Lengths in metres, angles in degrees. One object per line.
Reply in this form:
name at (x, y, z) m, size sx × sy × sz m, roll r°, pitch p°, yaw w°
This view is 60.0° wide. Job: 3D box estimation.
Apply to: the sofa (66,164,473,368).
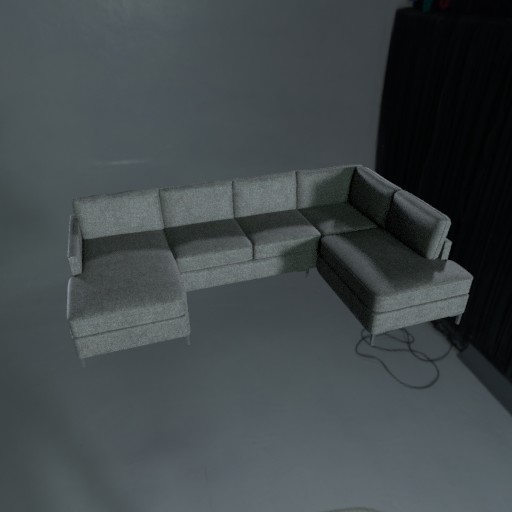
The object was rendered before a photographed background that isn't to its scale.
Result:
sofa at (0.000, 0.000, 4.294) m, size 3.423 × 0.999 × 2.048 m, roll -10°, pitch 32°, yaw -16°
